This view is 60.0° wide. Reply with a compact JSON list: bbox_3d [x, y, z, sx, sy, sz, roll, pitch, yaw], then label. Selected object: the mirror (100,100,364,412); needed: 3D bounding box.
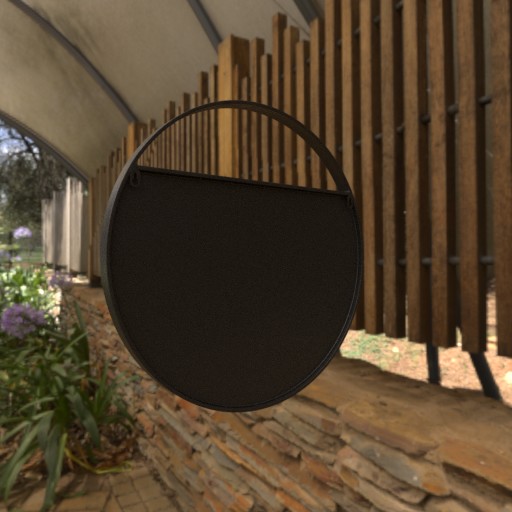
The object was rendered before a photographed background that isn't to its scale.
[{"bbox_3d":[0.000,0.000,0.830,0.565,0.565,0.032,0,-1,-35],"label":"mirror"}]
